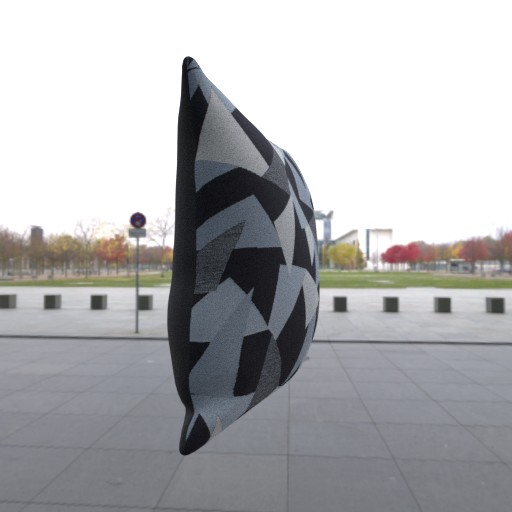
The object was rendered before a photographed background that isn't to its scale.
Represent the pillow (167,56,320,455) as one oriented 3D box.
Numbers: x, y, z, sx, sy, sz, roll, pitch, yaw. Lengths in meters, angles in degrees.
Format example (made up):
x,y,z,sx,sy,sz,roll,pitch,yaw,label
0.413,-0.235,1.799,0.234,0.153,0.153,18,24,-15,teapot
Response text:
x,y,z,sx,sy,sz,roll,pitch,yaw,label
0.000,0.000,0.771,0.208,0.496,0.503,0,-1,19,pillow
